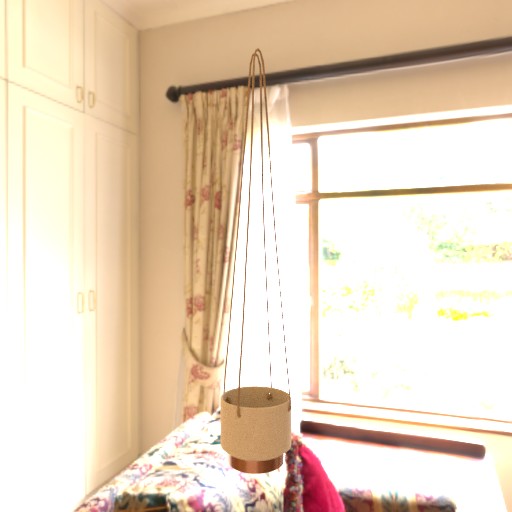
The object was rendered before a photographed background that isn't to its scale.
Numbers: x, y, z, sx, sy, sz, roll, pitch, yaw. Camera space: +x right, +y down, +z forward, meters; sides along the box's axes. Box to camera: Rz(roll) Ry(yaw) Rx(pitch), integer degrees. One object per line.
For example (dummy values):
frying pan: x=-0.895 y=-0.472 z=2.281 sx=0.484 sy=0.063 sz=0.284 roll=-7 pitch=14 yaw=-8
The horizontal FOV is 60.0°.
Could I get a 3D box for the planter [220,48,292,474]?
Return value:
planter: x=0.000 y=0.000 z=0.911 sx=0.146 sy=0.841 sz=0.146 roll=0 pitch=0 yaw=-19
